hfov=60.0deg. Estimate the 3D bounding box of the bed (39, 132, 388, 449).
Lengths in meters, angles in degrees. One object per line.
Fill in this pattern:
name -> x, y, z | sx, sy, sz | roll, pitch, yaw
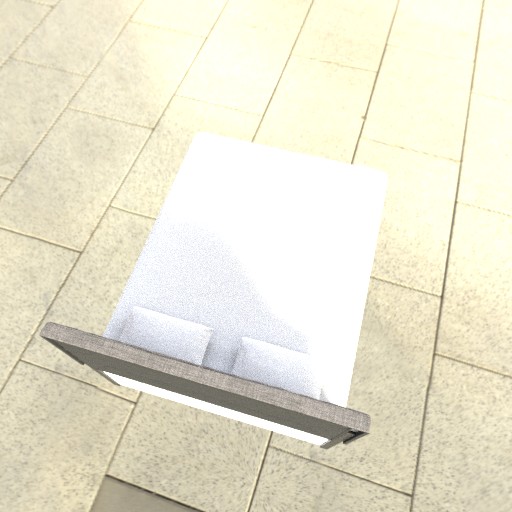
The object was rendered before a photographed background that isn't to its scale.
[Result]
bed -> 0.000, 0.000, 2.945 | 1.621, 1.168, 1.958 | 14, 63, 7
